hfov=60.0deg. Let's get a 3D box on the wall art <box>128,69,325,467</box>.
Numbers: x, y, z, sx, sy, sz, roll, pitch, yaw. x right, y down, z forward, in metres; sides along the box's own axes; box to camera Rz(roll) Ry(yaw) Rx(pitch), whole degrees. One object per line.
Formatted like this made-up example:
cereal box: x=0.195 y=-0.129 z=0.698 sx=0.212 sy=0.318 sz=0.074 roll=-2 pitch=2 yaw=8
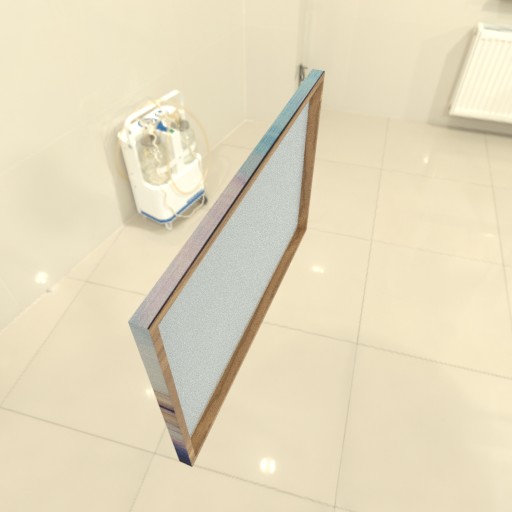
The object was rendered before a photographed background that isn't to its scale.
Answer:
wall art: x=0.000 y=0.000 z=1.159 sx=0.037 sy=0.605 sz=0.911 roll=17 pitch=49 yaw=15
